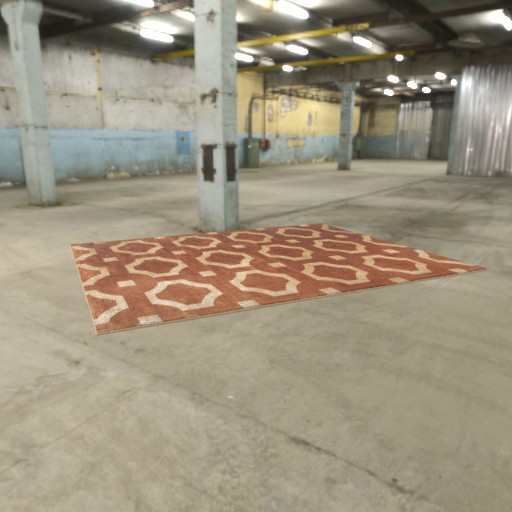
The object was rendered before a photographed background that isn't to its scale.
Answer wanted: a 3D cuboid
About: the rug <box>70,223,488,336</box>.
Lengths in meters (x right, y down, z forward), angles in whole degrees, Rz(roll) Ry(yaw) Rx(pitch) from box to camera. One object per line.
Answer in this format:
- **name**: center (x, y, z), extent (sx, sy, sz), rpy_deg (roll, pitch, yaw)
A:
- **rug**: center (0.000, 0.000, 4.086), extent (3.049, 0.021, 2.466), rpy_deg (-6, 15, -24)
